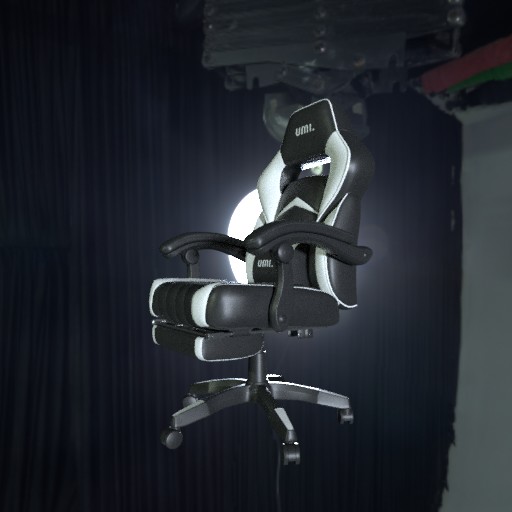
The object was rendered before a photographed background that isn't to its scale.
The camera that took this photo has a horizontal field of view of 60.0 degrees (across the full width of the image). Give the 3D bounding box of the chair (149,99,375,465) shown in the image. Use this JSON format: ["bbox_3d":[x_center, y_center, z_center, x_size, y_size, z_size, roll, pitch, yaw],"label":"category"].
[{"bbox_3d":[0.000,0.000,1.582,0.700,1.200,0.676,1,-2,-36],"label":"chair"}]
